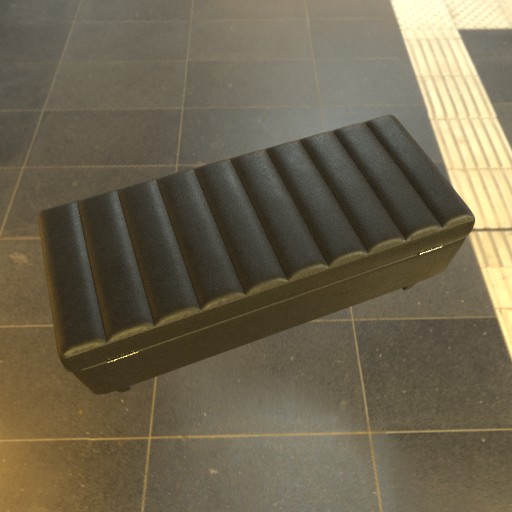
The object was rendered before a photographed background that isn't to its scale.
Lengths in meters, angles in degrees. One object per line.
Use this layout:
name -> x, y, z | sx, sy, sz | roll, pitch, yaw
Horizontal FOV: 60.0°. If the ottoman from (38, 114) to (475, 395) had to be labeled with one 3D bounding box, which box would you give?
ottoman -> 0.000, 0.000, 1.404 | 1.151, 0.469, 0.482 | -18, 60, -11
